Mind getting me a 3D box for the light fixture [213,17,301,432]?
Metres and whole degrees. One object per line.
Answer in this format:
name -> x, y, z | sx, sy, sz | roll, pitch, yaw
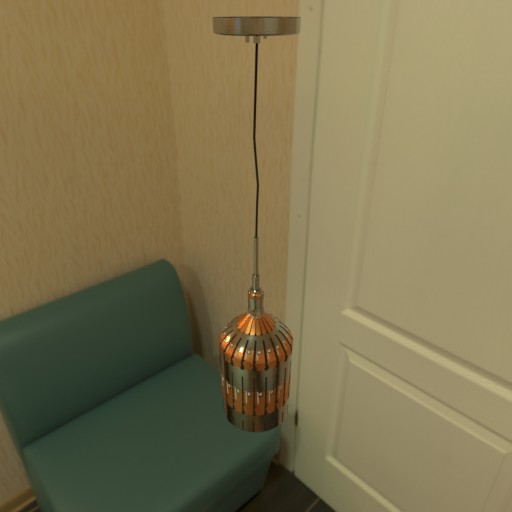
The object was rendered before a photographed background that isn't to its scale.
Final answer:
light fixture -> 0.000, 0.000, 1.618 | 0.303, 1.535, 0.303 | 0, 29, 0
